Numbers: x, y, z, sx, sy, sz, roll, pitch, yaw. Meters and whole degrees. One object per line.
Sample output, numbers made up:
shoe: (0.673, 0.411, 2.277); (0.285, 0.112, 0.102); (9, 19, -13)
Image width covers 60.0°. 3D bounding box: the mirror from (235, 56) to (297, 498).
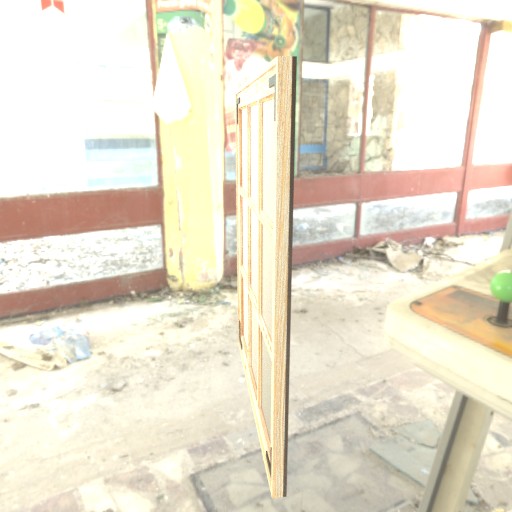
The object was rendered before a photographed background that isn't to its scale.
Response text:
mirror: (0.000, 0.000, 1.186); (0.032, 0.882, 0.730); (-2, 16, -8)
